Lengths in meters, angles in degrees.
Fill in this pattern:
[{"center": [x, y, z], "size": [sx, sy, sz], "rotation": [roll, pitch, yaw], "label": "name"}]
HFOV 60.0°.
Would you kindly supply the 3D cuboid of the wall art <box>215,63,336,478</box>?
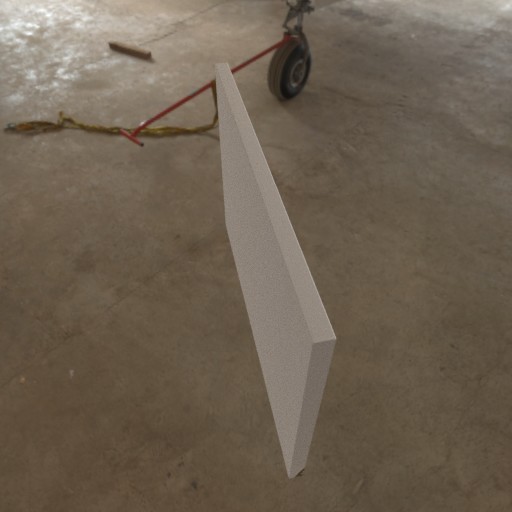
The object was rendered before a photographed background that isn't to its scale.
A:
[{"center": [0.000, 0.000, 1.132], "size": [0.038, 0.601, 0.898], "rotation": [-9, 48, -8], "label": "wall art"}]
